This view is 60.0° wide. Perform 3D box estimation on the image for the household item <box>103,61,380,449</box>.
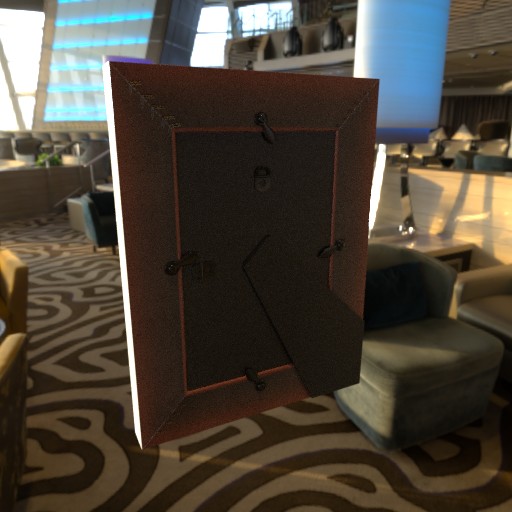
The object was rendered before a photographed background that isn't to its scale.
[{"bbox_3d":[0.000,0.000,0.282,0.165,0.216,0.025,-8,18,-26],"label":"household item"}]
